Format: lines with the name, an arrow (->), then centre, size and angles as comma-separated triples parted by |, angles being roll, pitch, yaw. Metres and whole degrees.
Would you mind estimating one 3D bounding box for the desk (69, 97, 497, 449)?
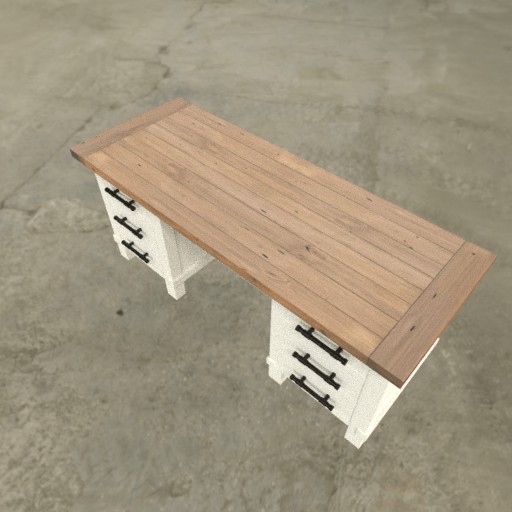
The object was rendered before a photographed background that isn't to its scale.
desk -> 0.000, 0.000, 2.168 | 1.803, 0.760, 0.688 | 34, 55, 27
